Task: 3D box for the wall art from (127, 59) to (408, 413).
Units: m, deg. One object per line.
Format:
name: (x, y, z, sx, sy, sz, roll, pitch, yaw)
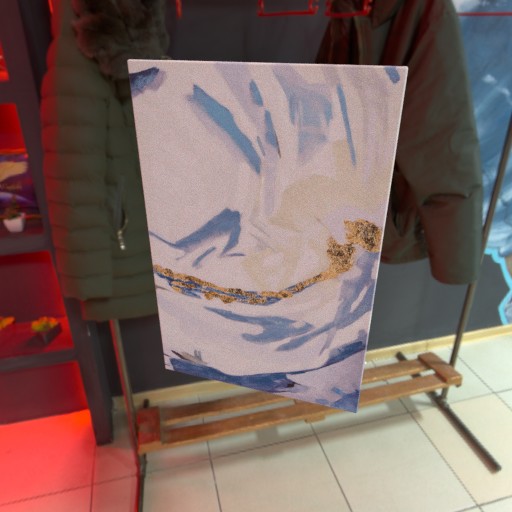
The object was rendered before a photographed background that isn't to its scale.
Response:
wall art: (0.000, 0.000, 1.140, 0.610, 0.914, 0.016, 8, 29, 16)
